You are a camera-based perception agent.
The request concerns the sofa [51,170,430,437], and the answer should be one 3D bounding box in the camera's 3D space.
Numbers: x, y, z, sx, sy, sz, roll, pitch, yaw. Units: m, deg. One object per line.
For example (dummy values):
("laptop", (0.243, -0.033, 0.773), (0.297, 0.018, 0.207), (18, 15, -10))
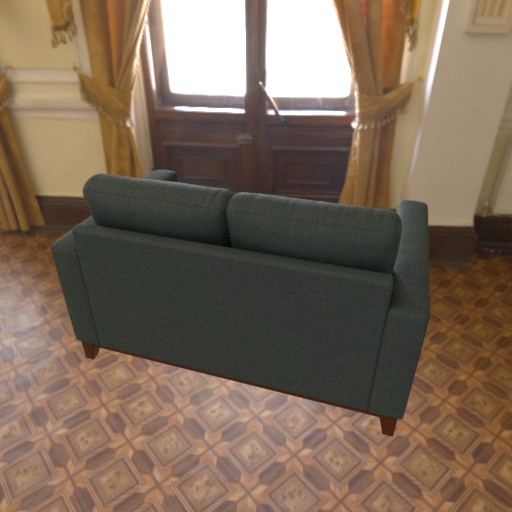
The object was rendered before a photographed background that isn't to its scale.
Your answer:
("sofa", (0.000, 0.000, 2.100), (1.489, 0.903, 0.955), (10, 33, 15))
